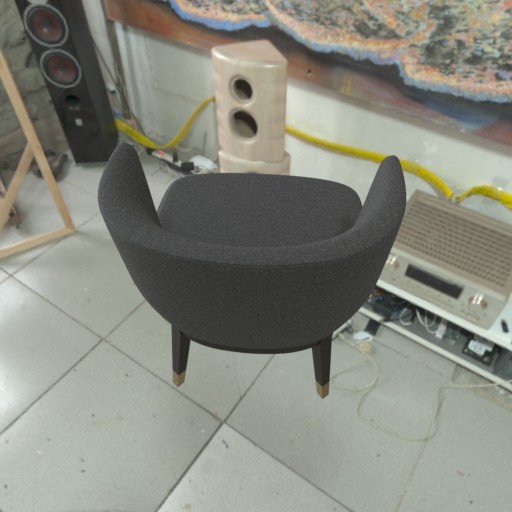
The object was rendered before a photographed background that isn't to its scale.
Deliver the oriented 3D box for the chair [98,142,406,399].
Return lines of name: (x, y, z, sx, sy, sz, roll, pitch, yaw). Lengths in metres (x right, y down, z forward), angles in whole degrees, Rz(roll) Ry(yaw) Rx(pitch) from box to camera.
chair: (0.000, 0.000, 1.232, 0.639, 0.695, 0.698, 4, 47, 3)
